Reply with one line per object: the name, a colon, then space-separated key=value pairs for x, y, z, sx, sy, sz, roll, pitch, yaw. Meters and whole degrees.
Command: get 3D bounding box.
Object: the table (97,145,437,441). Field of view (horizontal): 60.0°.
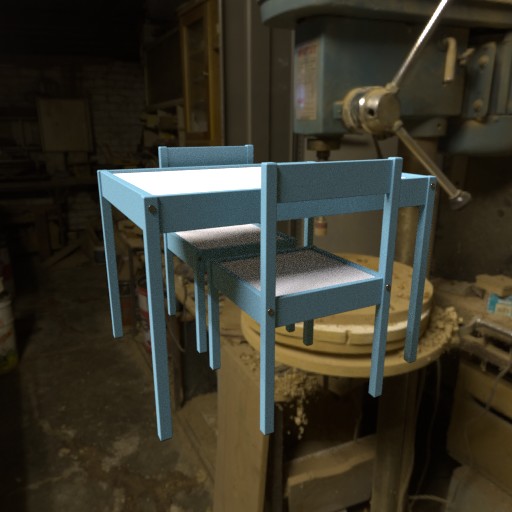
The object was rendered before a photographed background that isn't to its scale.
table: x=0.000 y=0.000 z=1.090 sx=0.639 sy=0.503 sz=0.633 roll=-8 pitch=18 yaw=-26
